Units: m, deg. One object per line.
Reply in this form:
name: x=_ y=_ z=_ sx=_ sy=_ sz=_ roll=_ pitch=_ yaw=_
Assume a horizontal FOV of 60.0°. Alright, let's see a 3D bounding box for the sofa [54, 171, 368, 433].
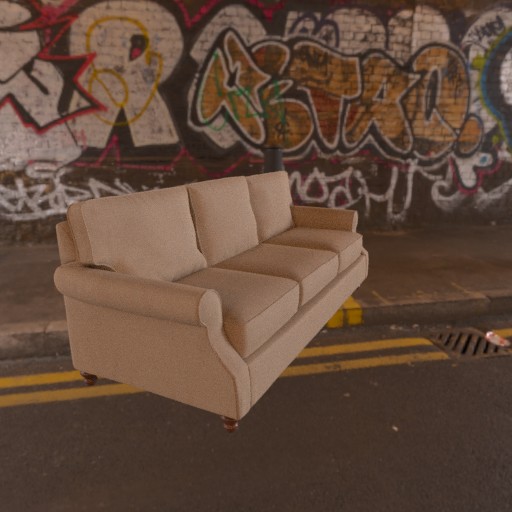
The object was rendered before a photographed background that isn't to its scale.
sofa: x=0.000 y=0.000 z=2.800 sx=0.966 sy=0.948 sz=2.354 roll=7 pitch=16 yaw=26
